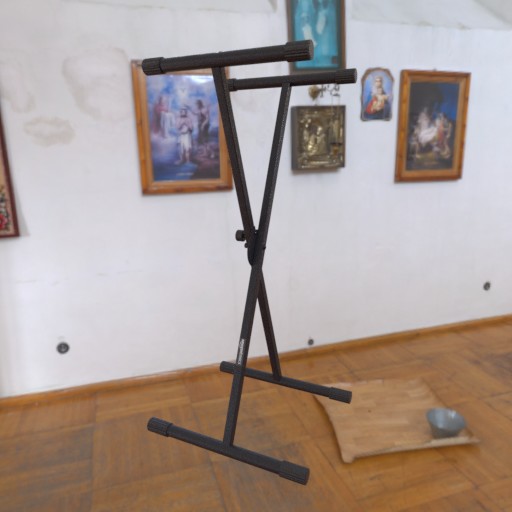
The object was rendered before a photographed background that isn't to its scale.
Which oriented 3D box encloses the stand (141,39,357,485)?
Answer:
[{"bbox_3d":[0.000,0.000,1.161,0.449,0.940,0.409,7,15,26],"label":"stand"}]
